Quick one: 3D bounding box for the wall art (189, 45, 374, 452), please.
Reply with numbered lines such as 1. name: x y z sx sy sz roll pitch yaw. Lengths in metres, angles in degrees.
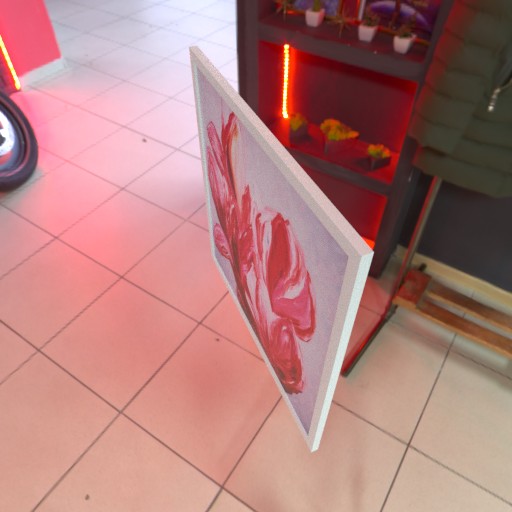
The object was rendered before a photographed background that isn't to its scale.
1. wall art: 0.000 0.000 1.190 0.022 0.803 0.805 -18 50 -16
